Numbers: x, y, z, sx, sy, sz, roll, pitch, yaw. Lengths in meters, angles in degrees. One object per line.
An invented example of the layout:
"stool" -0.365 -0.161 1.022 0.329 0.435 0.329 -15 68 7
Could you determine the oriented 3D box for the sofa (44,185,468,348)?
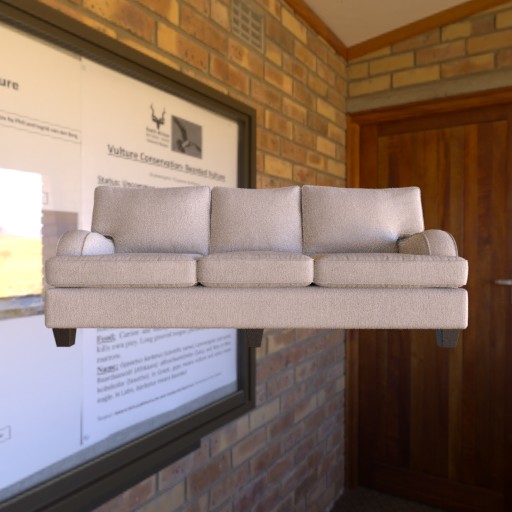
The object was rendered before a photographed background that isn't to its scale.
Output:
"sofa" 0.000 0.000 2.865 2.323 0.991 1.016 0 1 1
